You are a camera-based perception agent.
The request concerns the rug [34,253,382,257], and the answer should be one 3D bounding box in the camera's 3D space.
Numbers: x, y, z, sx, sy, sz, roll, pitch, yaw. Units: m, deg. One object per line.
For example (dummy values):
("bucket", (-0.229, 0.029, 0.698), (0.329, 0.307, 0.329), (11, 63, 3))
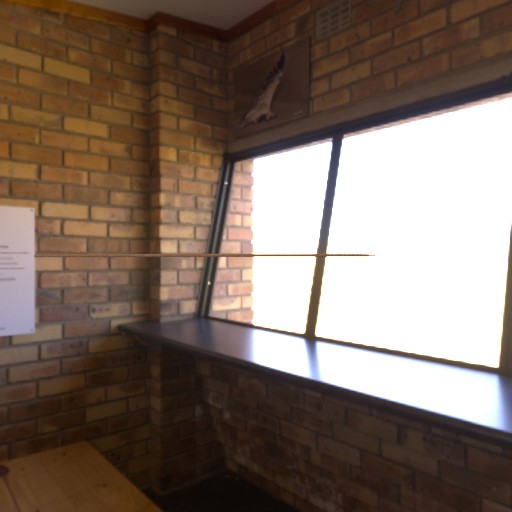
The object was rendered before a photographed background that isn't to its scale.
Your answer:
("rug", (0.000, 0.000, 2.858), (1.524, 0.013, 2.134), (0, 0, 17))
